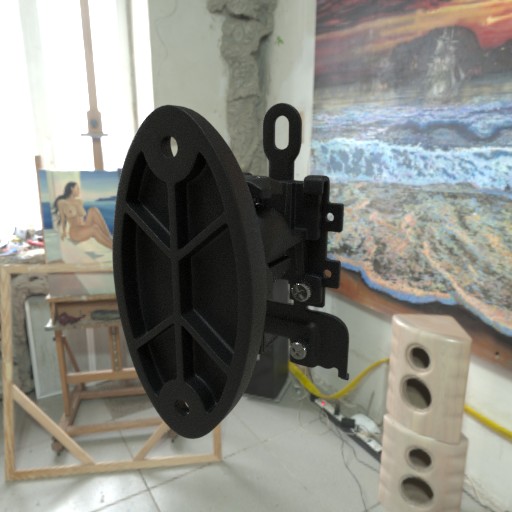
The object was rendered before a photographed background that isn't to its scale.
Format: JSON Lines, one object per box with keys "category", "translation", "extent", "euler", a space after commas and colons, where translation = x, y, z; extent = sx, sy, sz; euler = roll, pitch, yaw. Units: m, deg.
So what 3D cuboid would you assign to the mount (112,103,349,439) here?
{"category": "mount", "translation": [0.000, 0.000, 0.176], "extent": [0.066, 0.118, 0.100], "euler": [8, 17, 28]}
